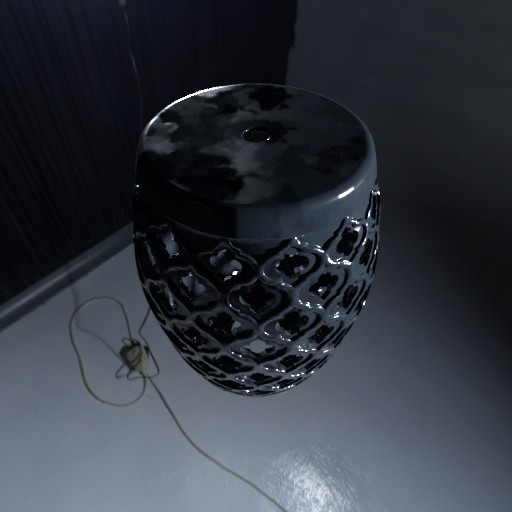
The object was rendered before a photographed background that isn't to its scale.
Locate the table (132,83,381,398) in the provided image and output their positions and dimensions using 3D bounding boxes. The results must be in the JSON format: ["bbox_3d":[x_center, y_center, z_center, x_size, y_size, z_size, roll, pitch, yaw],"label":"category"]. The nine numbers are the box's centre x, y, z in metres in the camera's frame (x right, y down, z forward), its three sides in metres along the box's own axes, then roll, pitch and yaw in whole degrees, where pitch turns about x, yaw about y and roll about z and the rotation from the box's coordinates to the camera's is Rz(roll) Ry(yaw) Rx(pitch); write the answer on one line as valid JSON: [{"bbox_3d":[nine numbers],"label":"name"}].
[{"bbox_3d":[0.000,0.000,0.629,0.325,0.388,0.325,0,46,0],"label":"table"}]
